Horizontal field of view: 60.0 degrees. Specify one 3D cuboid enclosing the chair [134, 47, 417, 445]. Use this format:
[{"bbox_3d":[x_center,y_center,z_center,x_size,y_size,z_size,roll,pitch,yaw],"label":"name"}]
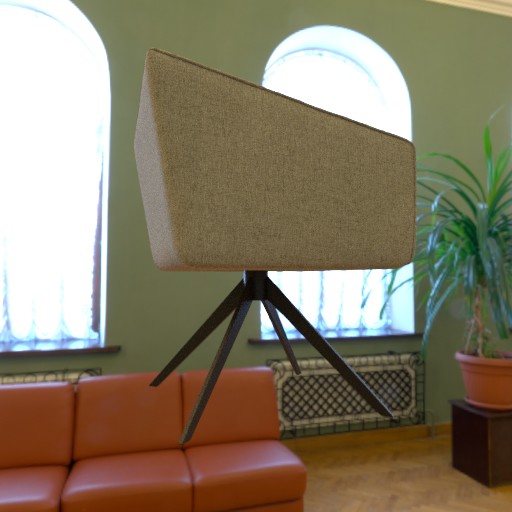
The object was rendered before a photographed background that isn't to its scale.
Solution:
[{"bbox_3d":[0.000,0.000,1.194,0.623,0.760,0.628,1,-3,-18],"label":"chair"}]
